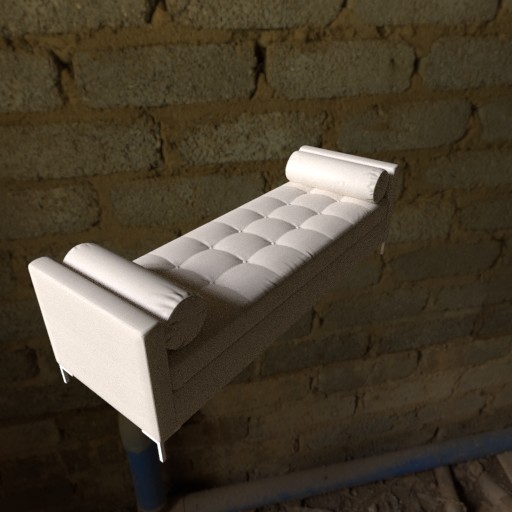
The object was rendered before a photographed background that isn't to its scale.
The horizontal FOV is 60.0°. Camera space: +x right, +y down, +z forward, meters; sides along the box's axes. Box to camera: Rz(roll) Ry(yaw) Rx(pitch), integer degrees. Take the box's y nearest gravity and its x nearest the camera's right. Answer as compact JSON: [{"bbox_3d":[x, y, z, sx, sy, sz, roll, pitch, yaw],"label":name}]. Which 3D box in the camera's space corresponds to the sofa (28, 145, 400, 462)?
[{"bbox_3d":[0.000,0.000,2.331,0.686,0.635,1.981,21,36,32],"label":"sofa"}]
